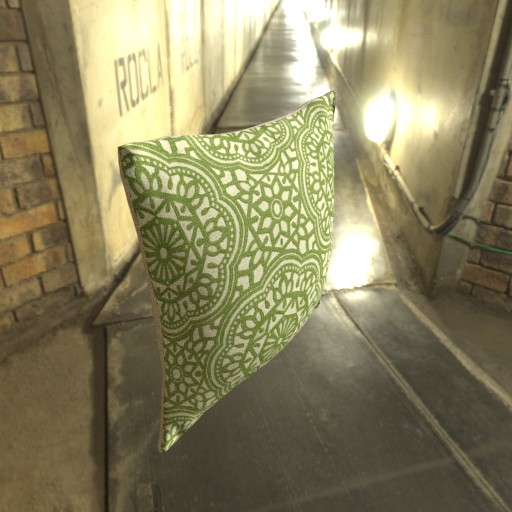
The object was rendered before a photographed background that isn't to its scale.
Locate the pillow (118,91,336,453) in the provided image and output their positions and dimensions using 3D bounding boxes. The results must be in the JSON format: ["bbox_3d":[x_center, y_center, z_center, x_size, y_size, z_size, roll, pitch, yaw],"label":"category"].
[{"bbox_3d":[0.000,0.000,0.658,0.162,0.419,0.440,19,33,31],"label":"pillow"}]
